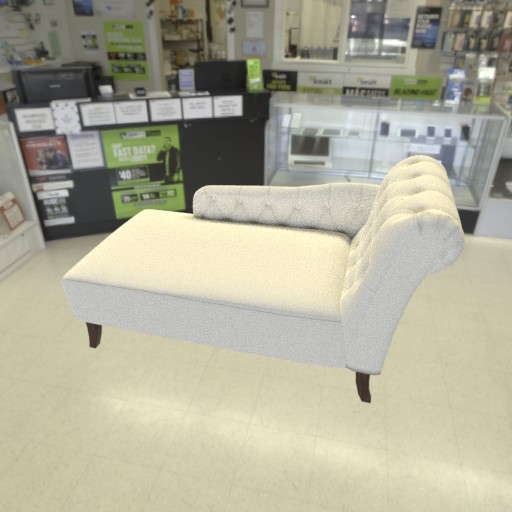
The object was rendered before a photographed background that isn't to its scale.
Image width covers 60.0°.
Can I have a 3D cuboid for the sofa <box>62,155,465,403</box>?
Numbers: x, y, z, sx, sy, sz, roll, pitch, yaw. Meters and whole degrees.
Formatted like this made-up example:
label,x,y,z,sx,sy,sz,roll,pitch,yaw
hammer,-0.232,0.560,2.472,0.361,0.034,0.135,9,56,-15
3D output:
label,x,y,z,sx,sy,sz,roll,pitch,yaw
sofa,0.000,0.000,1.802,1.379,0.787,0.675,8,31,13
